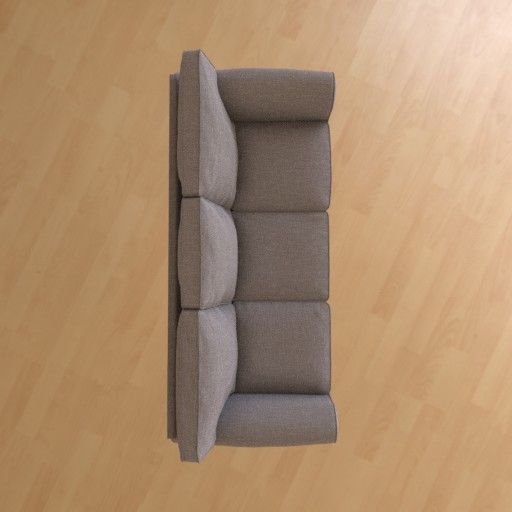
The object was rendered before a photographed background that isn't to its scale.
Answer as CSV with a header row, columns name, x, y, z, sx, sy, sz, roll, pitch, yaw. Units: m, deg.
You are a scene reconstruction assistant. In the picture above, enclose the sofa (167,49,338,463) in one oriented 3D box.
name,x,y,z,sx,sy,sz,roll,pitch,yaw
sofa,0.000,0.000,2.600,0.916,0.961,2.084,0,88,1
